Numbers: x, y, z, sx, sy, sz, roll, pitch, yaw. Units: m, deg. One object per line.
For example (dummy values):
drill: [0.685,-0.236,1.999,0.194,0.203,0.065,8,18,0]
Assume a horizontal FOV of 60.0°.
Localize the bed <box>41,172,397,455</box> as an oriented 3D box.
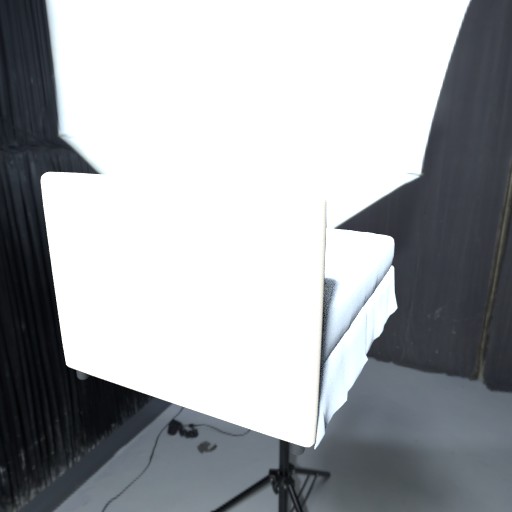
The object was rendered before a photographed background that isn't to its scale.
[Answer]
bed: [0.000,0.000,3.225,1.748,1.330,2.142,8,19,26]
